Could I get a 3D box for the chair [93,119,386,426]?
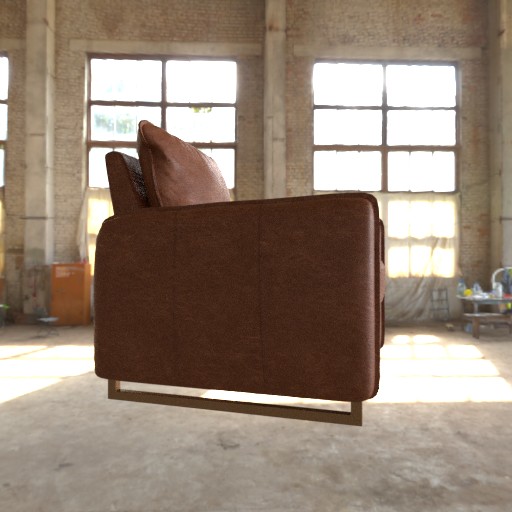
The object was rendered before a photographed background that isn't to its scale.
[{"bbox_3d":[0.000,0.000,1.650,0.922,0.922,0.830,0,0,17],"label":"chair"}]
